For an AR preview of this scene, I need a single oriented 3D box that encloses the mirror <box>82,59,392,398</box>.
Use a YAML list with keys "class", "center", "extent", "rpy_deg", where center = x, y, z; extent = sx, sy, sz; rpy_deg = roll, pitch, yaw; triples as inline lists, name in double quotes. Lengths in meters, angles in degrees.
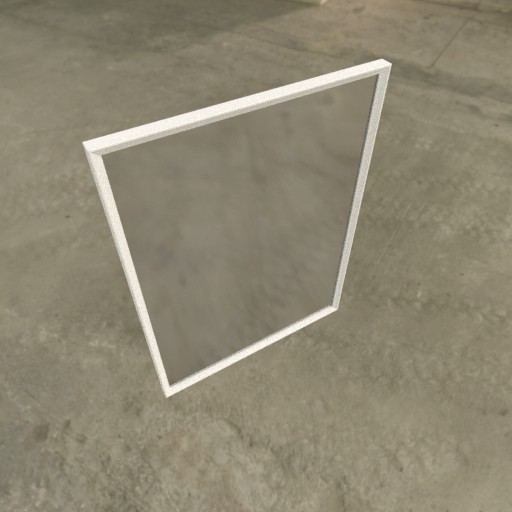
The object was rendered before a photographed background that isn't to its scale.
- class: "mirror"
  center: [0.000, 0.000, 1.349]
  extent: [0.762, 1.016, 0.041]
  rpy_deg: [-23, 51, -21]
